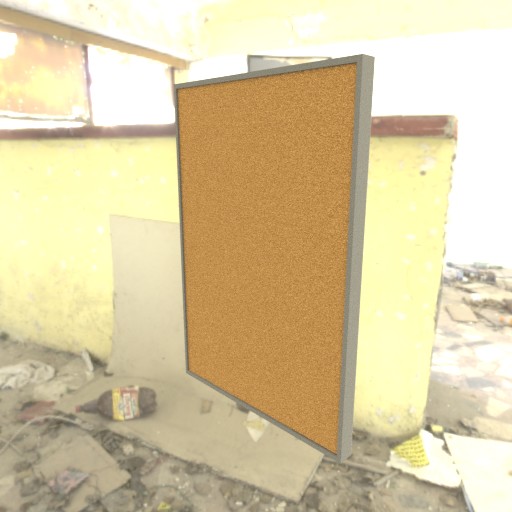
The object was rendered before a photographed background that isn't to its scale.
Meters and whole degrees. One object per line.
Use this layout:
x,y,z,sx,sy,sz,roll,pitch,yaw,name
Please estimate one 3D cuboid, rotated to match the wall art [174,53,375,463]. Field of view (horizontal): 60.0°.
0.000,0.000,0.975,0.511,0.753,0.039,14,19,43,wall art
